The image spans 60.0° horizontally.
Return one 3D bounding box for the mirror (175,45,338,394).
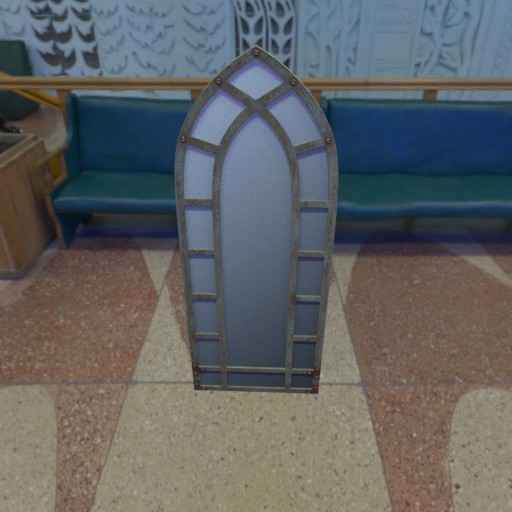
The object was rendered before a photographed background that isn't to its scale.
[{"bbox_3d":[0.000,0.000,1.361,0.464,1.175,0.025,1,31,2],"label":"mirror"}]
